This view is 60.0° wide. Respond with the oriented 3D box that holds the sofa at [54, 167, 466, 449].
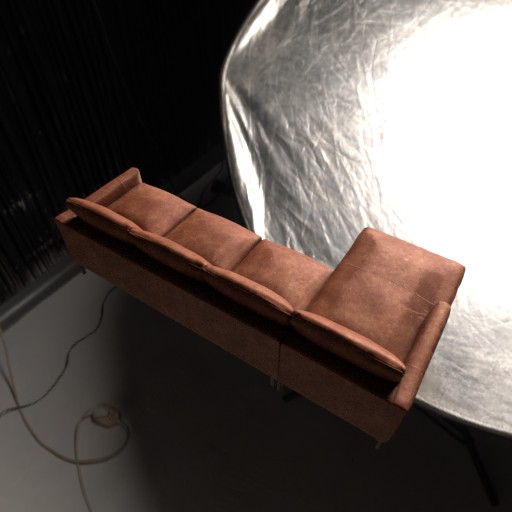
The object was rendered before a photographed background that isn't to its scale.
[{"bbox_3d":[0.000,0.000,3.615,2.993,0.859,1.471,25,51,22],"label":"sofa"}]
